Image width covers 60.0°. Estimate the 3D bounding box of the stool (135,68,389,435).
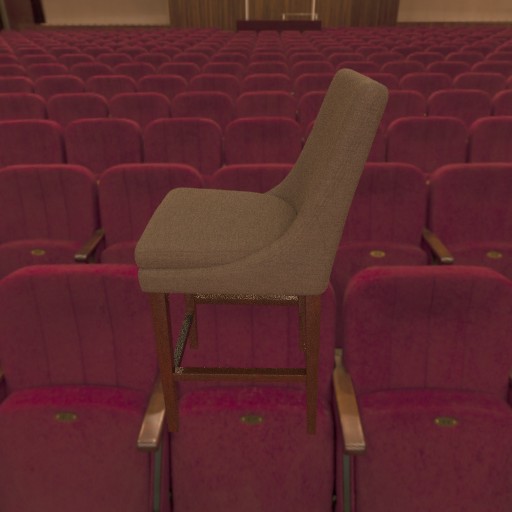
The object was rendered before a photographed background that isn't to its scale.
[{"bbox_3d":[0.000,0.000,1.287,0.577,0.981,0.470,1,27,1],"label":"stool"}]
